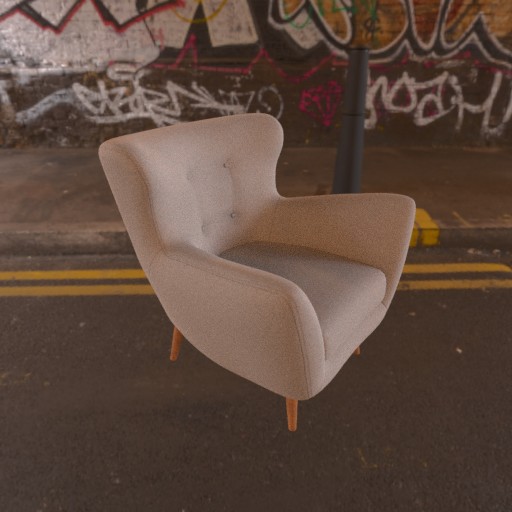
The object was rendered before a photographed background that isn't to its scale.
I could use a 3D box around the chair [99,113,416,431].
[{"bbox_3d":[0.000,0.000,1.632,0.889,0.889,0.890,18,31,32],"label":"chair"}]
